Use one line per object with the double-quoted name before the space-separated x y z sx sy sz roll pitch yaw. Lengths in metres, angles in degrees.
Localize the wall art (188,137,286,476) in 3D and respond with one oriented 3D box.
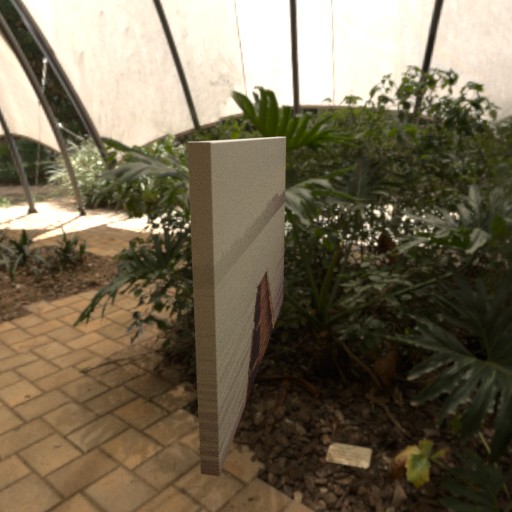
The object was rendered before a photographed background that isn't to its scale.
"wall art" 0.000 0.000 1.186 0.037 0.609 0.916 3 16 10
